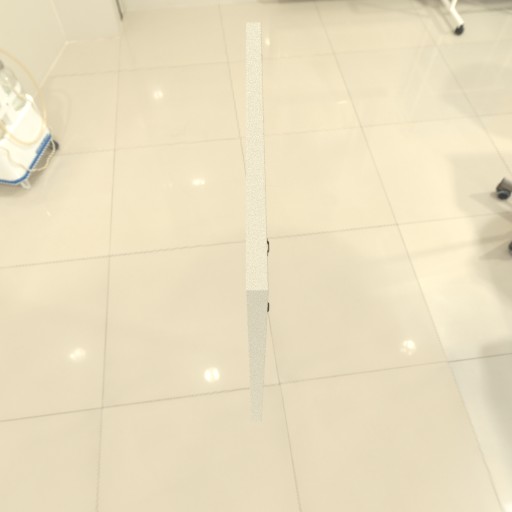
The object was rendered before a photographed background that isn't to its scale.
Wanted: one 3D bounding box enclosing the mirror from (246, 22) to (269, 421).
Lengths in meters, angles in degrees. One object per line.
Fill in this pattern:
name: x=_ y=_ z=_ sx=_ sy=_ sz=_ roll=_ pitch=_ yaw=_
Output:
mirror: x=0.000 y=0.000 z=1.353 sx=0.041 sy=1.016 sz=0.762 roll=0 pitch=58 yaw=0
